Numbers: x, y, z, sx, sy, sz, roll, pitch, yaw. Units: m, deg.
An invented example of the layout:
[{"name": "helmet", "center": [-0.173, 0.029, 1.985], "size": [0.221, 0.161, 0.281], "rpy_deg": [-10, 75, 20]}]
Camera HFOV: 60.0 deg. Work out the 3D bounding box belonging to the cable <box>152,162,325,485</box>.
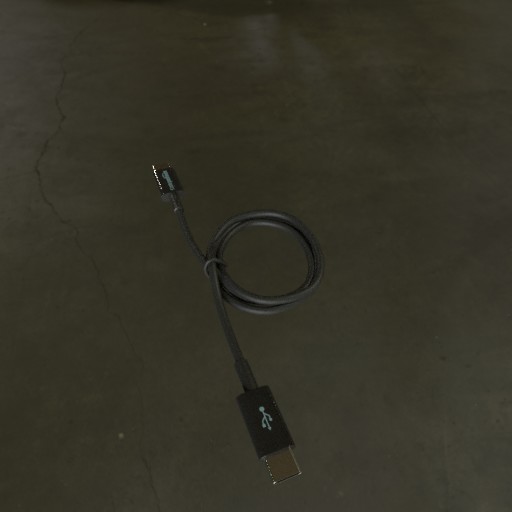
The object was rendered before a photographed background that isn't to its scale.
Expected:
[{"name": "cable", "center": [0.000, 0.000, 0.225], "size": [0.070, 0.014, 0.203], "rpy_deg": [-16, 48, -15]}]
